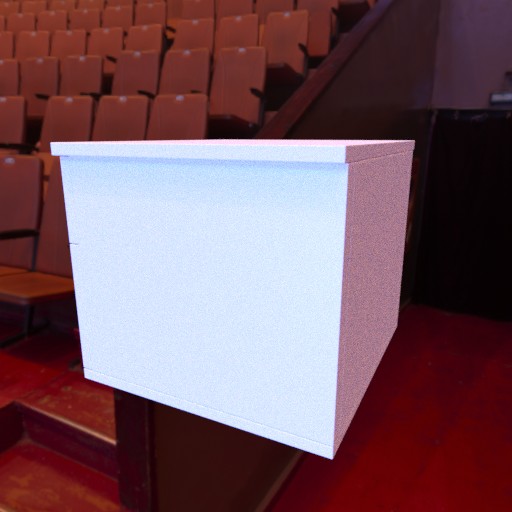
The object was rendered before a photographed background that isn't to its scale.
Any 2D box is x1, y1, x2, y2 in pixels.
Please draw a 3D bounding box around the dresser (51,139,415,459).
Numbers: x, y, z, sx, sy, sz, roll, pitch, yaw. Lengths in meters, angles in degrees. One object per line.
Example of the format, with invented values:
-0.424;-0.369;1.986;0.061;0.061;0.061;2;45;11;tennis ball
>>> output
0.000;0.000;0.718;0.400;0.360;0.430;8;17;26;dresser
